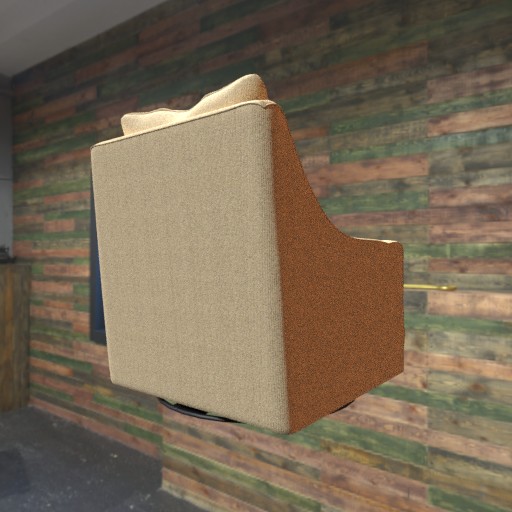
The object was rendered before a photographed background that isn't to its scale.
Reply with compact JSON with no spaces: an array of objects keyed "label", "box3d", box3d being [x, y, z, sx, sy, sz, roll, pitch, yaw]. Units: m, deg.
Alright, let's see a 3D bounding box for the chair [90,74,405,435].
[{"label":"chair","box3d":[0.000,0.000,1.569,0.760,0.927,0.876,0,0,38]}]
